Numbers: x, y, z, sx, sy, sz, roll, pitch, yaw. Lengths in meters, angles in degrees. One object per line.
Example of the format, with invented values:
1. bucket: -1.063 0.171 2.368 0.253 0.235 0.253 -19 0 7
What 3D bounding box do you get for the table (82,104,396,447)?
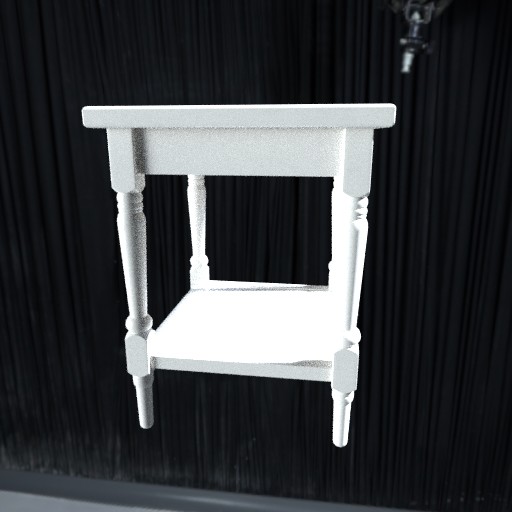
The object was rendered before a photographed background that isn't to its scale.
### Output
1. table: 0.000 0.000 0.919 0.442 0.565 0.488 2 16 8
